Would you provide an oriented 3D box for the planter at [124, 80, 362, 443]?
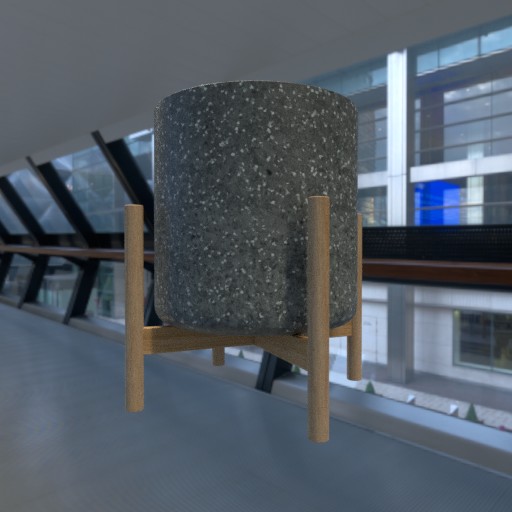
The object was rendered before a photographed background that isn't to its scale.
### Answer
[{"bbox_3d":[0.000,0.000,0.678,0.360,0.419,0.360,0,1,-1],"label":"planter"}]
